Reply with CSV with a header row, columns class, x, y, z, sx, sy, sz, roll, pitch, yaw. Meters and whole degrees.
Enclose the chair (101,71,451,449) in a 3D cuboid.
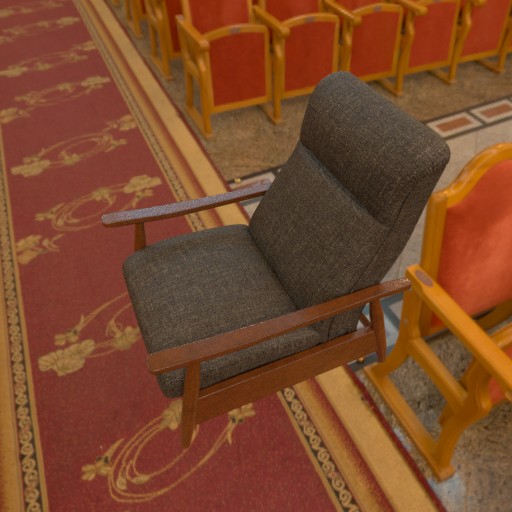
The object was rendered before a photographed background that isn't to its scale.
class,x,y,z,sx,sy,sz,roll,pitch,yaw
chair,0.000,0.000,1.719,1.014,1.082,0.762,-18,48,-17
